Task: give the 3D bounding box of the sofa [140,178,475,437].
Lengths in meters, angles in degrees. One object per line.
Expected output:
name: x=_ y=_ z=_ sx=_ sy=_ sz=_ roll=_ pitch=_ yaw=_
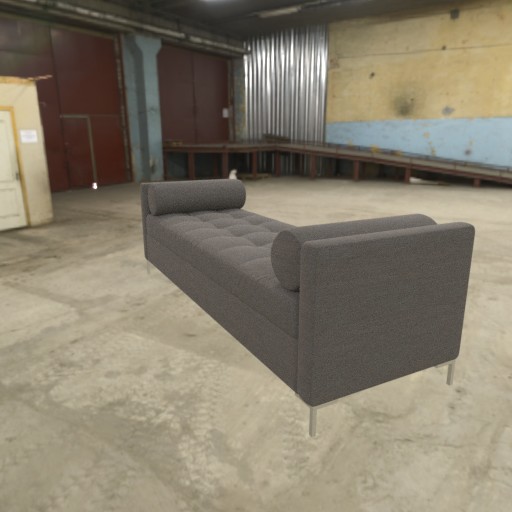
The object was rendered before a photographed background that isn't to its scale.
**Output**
sofa: x=0.000 y=0.000 z=2.298 sx=0.686 sy=0.635 sz=1.981 roll=-8 pitch=17 yaw=-27
